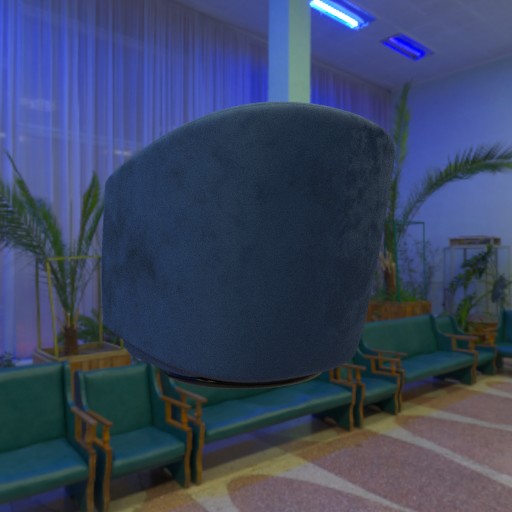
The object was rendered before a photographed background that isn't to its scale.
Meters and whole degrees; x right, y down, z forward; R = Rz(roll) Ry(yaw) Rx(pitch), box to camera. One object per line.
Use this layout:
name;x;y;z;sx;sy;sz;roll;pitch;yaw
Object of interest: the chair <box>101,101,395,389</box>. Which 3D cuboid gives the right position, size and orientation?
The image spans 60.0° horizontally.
chair;0.000;0.000;1.347;0.773;0.698;0.767;1;-1;-36
